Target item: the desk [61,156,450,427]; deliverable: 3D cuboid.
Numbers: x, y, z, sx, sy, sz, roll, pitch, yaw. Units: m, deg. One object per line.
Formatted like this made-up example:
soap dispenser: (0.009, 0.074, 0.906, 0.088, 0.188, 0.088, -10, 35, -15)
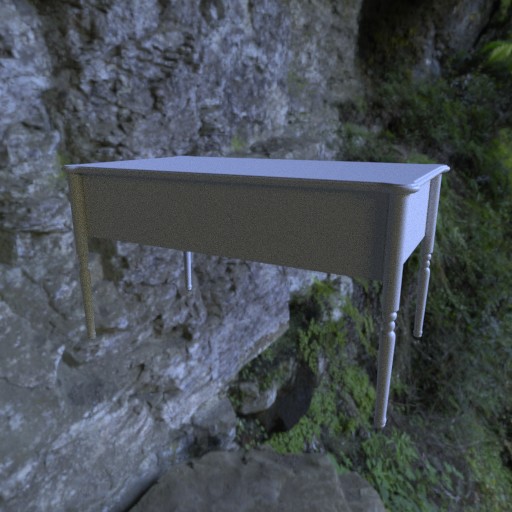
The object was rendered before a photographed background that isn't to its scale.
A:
desk: (0.000, 0.000, 1.889, 1.380, 0.762, 0.807, 8, 18, 27)
